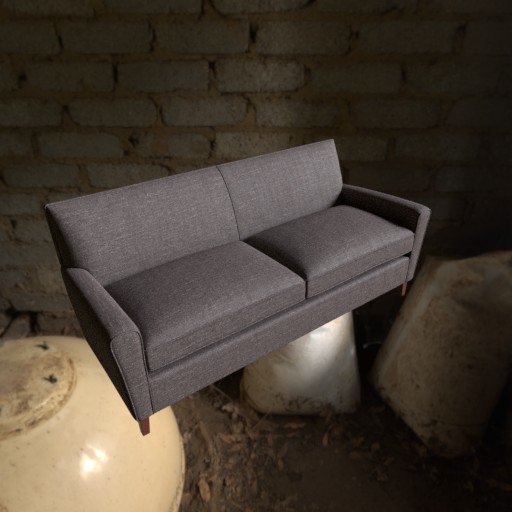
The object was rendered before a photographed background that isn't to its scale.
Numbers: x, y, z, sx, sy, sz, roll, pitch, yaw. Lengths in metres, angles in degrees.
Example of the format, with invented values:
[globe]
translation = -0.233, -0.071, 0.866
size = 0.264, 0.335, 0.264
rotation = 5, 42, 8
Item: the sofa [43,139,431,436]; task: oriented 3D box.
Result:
[sofa]
translation = 0.000, 0.000, 2.512
size = 1.976, 0.846, 0.875
rotation = -20, 36, -31
